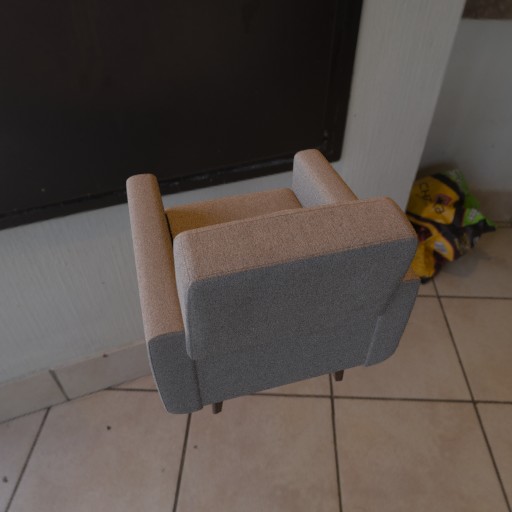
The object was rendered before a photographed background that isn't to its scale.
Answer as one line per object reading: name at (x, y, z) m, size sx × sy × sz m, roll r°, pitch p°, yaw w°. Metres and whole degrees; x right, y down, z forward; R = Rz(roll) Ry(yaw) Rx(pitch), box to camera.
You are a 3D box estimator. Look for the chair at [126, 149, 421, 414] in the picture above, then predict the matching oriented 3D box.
chair at (0.000, 0.000, 1.593) m, size 0.831 × 0.839 × 0.907 m, roll -11°, pitch 44°, yaw -12°
